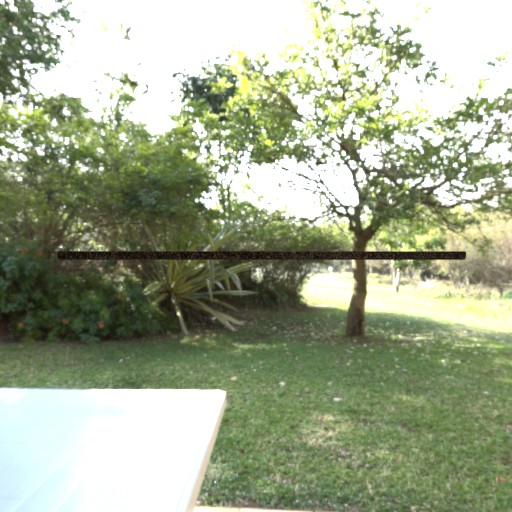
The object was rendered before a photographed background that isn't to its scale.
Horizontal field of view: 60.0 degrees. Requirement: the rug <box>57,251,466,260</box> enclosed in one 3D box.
[{"bbox_3d":[0.000,0.000,2.090,1.198,0.025,1.601,0,0,-2],"label":"rug"}]
